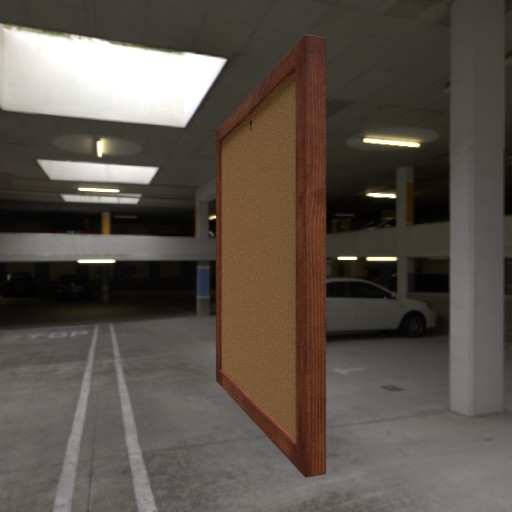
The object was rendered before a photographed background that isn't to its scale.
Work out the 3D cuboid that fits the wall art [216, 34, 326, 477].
[{"bbox_3d":[0.000,0.000,0.779,0.030,0.558,0.462,0,0,-19],"label":"wall art"}]
